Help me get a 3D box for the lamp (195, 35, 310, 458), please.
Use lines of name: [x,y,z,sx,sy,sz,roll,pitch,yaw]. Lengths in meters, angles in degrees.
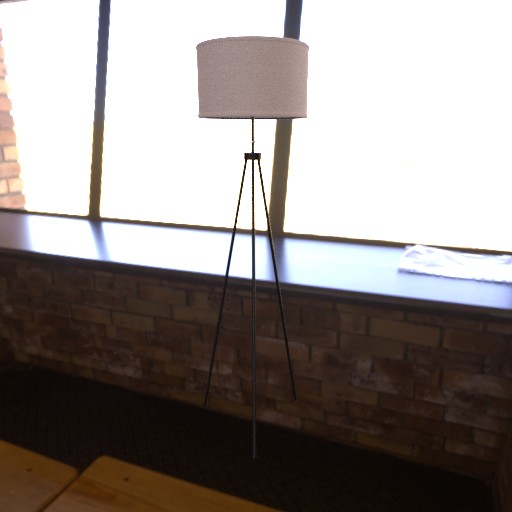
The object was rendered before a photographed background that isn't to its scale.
lamp: [0.000,0.000,1.779,0.448,1.545,0.458,-3,16,-10]
